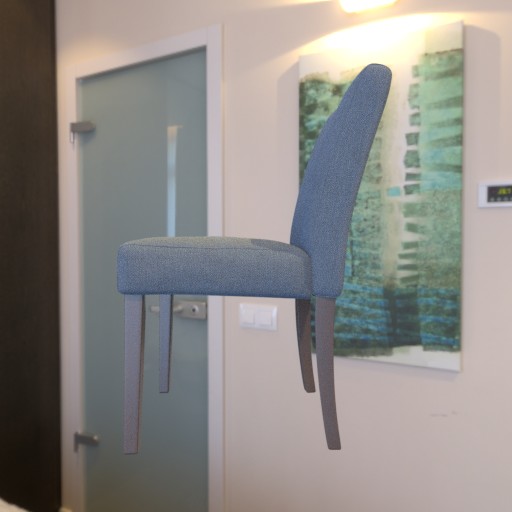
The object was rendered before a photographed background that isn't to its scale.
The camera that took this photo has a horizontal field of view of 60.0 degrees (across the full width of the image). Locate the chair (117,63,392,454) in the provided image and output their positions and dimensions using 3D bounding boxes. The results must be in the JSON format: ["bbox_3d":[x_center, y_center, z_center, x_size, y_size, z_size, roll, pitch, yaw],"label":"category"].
[{"bbox_3d":[0.000,0.000,1.206,0.629,0.882,0.487,0,2,-1],"label":"chair"}]
